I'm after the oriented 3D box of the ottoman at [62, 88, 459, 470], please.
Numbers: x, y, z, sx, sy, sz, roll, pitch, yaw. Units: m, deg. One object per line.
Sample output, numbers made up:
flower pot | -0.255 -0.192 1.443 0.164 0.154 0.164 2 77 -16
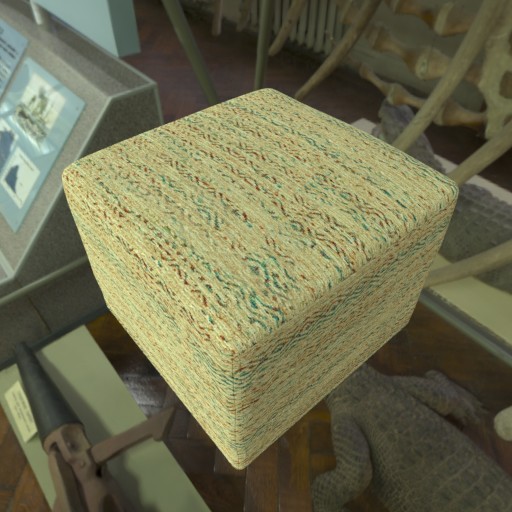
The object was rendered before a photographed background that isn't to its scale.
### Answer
ottoman | 0.000 0.000 0.905 0.521 0.453 0.512 -31 53 -27
